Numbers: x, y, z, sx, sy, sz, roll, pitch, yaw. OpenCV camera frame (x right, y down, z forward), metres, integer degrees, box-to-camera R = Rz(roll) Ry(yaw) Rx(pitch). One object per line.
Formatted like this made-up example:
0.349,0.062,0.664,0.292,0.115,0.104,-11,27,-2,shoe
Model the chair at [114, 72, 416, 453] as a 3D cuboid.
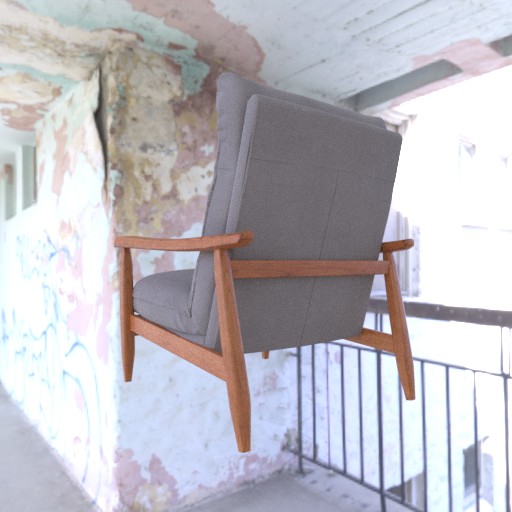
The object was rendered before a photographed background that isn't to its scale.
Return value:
0.000,0.000,1.538,0.782,0.922,0.816,0,-1,-36,chair
